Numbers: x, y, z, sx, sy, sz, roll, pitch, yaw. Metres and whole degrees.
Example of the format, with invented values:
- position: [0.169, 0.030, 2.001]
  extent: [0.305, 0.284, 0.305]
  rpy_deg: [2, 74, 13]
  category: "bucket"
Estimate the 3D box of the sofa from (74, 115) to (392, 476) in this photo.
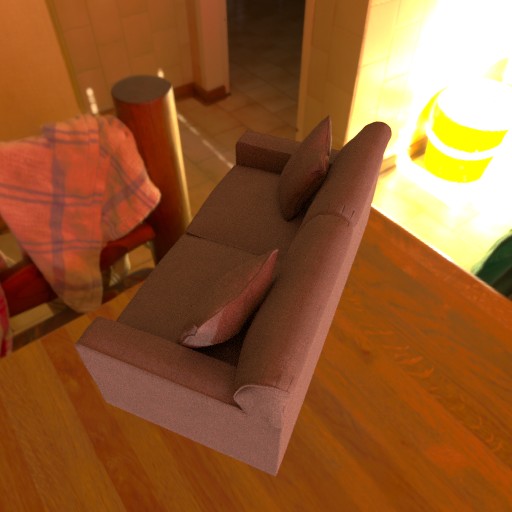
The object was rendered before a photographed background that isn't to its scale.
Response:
- position: [0.000, 0.000, 2.445]
  extent: [1.000, 0.958, 1.846]
  rpy_deg: [17, 49, 15]
  category: "sofa"
